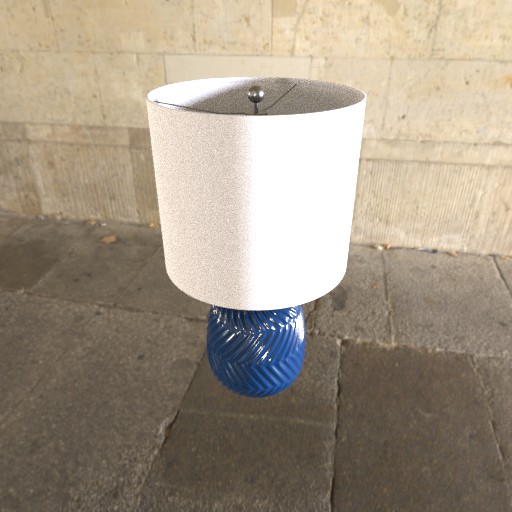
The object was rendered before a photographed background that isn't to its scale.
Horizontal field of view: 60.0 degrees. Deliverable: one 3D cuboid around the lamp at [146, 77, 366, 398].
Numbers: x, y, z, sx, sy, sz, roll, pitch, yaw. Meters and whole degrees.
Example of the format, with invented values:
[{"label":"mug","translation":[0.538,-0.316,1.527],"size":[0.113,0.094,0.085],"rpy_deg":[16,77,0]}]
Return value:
[{"label":"lamp","translation":[0.000,0.000,0.507],"size":[0.203,0.368,0.203],"rpy_deg":[-18,34,-28]}]
